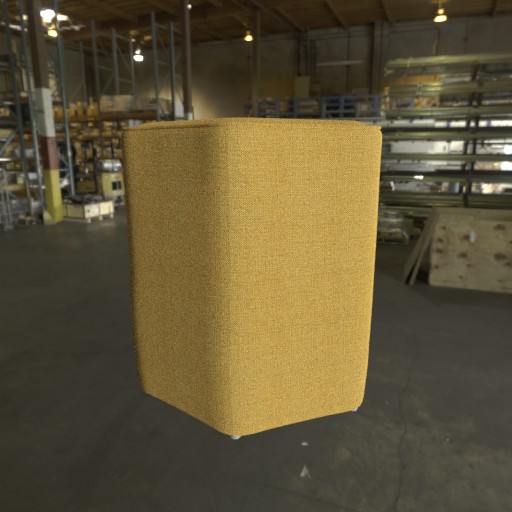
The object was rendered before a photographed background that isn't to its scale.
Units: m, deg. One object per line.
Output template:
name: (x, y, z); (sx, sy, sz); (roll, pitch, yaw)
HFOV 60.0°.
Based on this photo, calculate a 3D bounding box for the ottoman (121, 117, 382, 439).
ottoman: (0.000, 0.000, 0.885); (0.443, 0.502, 0.494); (2, 13, 9)
